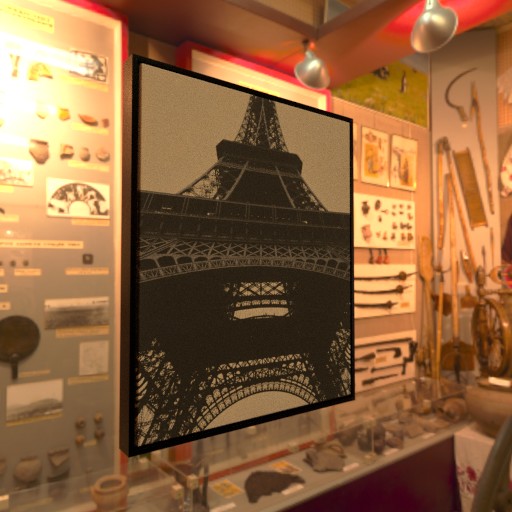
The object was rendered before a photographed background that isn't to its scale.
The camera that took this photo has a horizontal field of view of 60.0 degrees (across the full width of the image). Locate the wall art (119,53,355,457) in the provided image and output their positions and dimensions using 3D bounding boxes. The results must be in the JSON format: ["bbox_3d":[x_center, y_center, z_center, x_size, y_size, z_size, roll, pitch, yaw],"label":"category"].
[{"bbox_3d":[0.000,0.000,0.753,0.451,0.553,0.039,1,-2,-36],"label":"wall art"}]
